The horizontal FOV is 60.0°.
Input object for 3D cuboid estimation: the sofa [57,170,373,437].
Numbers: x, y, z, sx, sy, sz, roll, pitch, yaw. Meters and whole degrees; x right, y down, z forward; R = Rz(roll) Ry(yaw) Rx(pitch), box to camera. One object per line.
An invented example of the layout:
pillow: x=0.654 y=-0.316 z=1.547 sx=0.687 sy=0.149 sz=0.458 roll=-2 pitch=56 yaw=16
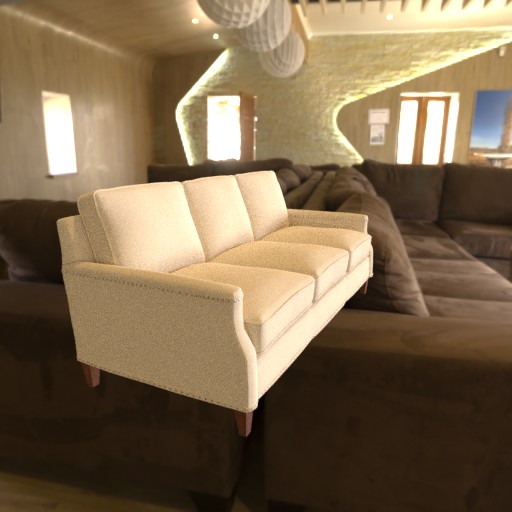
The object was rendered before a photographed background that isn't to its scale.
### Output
sofa: x=0.000 y=0.000 z=2.899 sx=1.084 sy=1.003 sz=2.246 roll=7 pitch=15 yaw=26
